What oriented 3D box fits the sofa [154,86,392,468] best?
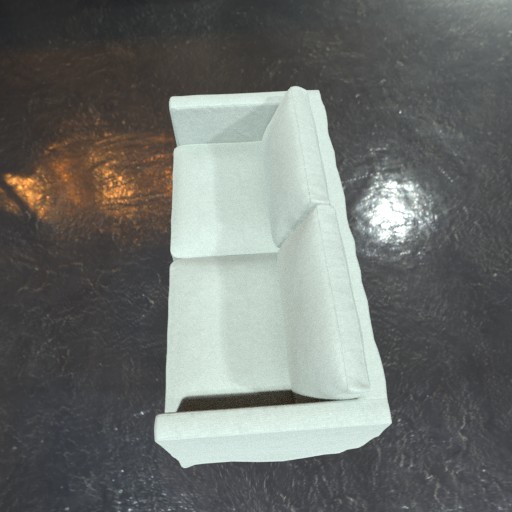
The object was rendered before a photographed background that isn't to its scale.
[{"bbox_3d":[0.000,0.000,2.442,0.940,0.870,1.987,-3,59,-2],"label":"sofa"}]
